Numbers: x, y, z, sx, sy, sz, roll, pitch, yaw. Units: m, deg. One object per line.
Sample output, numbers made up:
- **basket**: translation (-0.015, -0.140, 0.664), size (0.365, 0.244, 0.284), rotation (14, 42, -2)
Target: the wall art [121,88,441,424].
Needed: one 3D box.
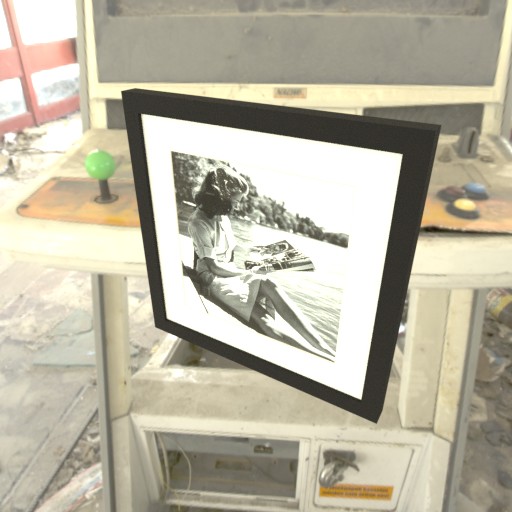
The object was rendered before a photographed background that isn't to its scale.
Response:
- **wall art**: translation (0.000, 0.000, 0.698), size (0.462, 0.458, 0.030), rotation (17, 34, 27)
